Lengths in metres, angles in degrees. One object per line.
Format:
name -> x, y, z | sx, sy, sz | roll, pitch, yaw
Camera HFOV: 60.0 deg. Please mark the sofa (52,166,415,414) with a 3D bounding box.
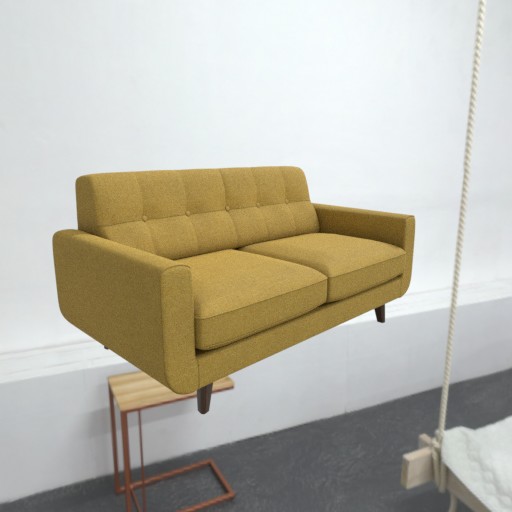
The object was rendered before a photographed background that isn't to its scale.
sofa -> 0.000, 0.000, 2.203 | 1.631, 0.841, 0.909 | -13, 18, -43
